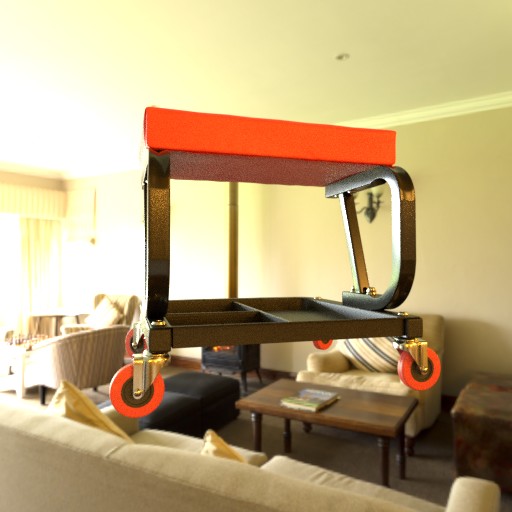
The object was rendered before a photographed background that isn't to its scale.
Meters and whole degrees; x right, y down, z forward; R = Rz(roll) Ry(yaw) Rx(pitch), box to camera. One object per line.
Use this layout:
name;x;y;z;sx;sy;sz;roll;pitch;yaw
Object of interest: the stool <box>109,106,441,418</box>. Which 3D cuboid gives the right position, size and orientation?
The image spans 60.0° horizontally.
stool;0.000;0.000;0.729;0.446;0.380;0.371;0;-1;-17
